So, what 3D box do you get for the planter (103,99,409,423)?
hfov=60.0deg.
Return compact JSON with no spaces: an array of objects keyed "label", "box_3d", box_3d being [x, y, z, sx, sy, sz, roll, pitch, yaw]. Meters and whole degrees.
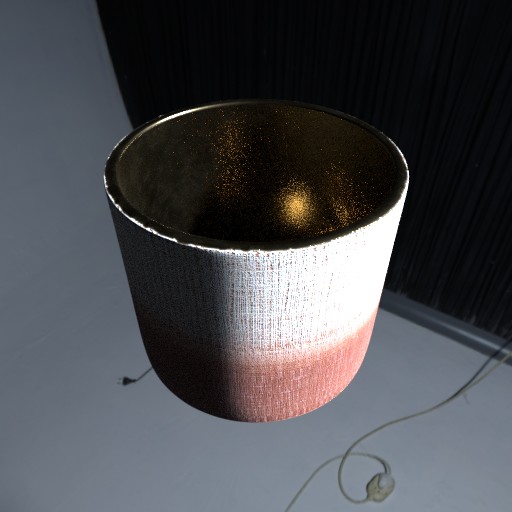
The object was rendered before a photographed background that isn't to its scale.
[{"label":"planter","box_3d":[0.000,0.000,0.312,0.178,0.157,0.178,0,41,0]}]
